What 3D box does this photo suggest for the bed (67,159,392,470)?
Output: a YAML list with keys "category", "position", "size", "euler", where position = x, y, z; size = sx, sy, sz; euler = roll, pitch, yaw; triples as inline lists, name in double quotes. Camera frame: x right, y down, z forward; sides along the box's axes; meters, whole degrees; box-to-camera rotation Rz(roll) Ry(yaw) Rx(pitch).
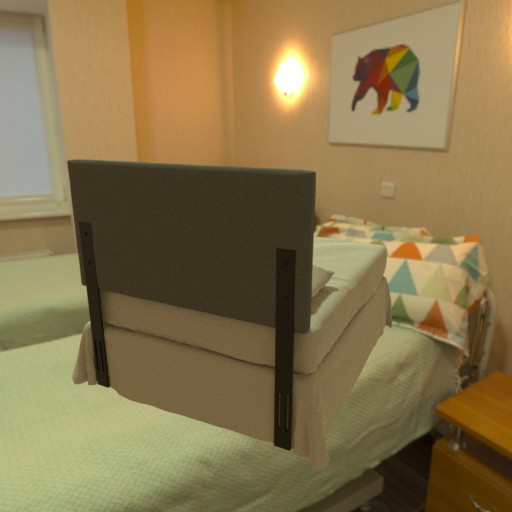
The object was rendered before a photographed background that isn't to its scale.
- category: "bed"
  position: [0.000, 0.000, 3.499]
  size: [1.936, 1.577, 2.222]
  euler: [8, 18, 26]
